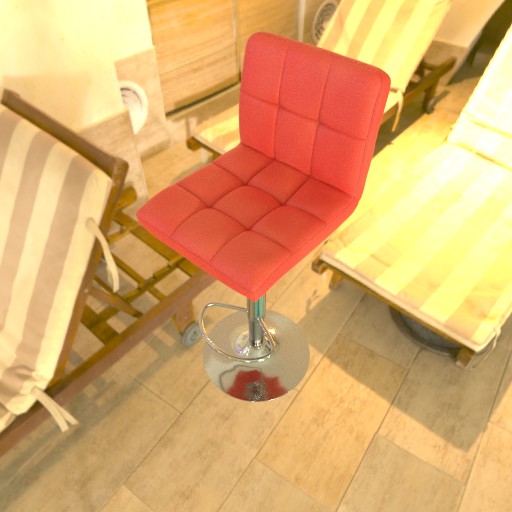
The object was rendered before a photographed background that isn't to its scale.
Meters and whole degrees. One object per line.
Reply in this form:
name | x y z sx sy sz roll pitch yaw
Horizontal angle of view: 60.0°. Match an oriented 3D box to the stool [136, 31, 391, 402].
stool | 0.000 0.000 1.365 0.430 1.115 0.505 32 54 27
